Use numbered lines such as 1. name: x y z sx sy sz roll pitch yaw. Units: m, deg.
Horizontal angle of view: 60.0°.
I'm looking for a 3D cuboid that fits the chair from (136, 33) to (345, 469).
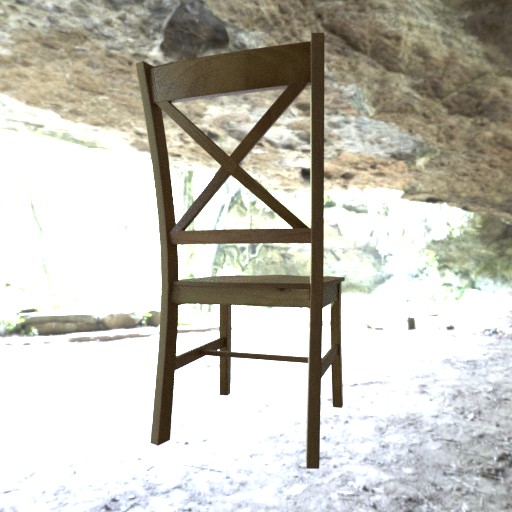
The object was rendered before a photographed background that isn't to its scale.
1. chair: 0.000 0.000 1.287 0.485 0.983 0.542 0 0 19
